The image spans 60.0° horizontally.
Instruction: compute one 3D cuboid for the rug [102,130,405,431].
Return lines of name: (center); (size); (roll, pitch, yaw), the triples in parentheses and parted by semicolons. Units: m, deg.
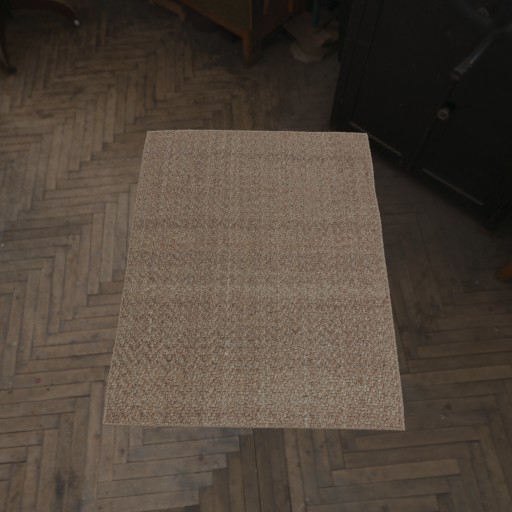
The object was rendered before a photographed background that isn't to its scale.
rug: (0.000, 0.000, 4.181); (2.439, 0.013, 3.048); (1, 64, 0)
